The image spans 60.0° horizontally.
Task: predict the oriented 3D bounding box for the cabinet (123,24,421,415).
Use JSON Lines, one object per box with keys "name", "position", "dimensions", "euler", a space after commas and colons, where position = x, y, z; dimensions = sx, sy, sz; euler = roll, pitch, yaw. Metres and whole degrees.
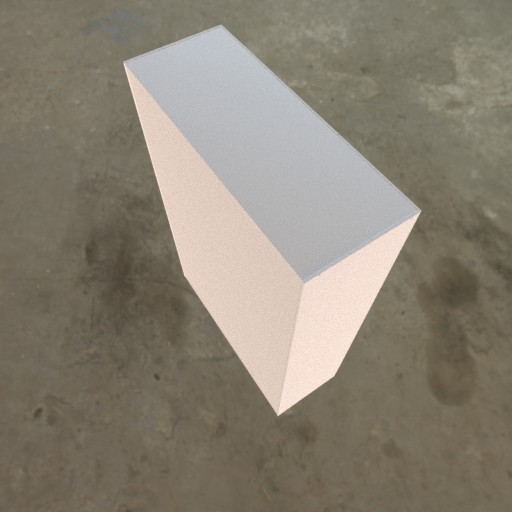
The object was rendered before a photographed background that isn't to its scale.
{"name": "cabinet", "position": [0.000, 0.000, 2.513], "dimensions": [0.510, 1.910, 1.290], "euler": [-30, 63, -17]}
